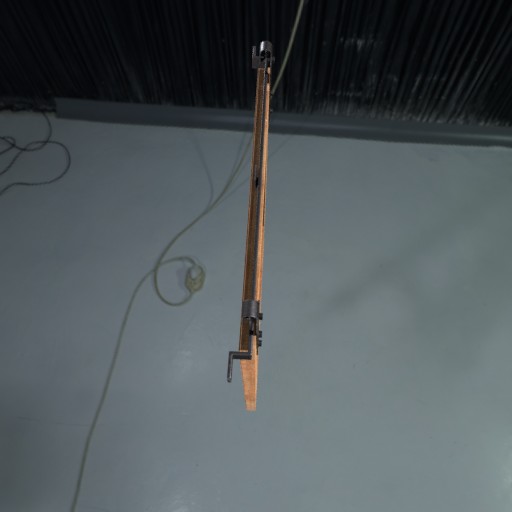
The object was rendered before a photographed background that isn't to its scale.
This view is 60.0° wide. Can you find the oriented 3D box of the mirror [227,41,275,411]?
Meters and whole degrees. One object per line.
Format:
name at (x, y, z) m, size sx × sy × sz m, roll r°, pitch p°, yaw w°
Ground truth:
mirror at (0.000, 0.000, 1.206) m, size 0.054 × 0.800 × 0.805 m, roll 3°, pitch 63°, yaw 1°
